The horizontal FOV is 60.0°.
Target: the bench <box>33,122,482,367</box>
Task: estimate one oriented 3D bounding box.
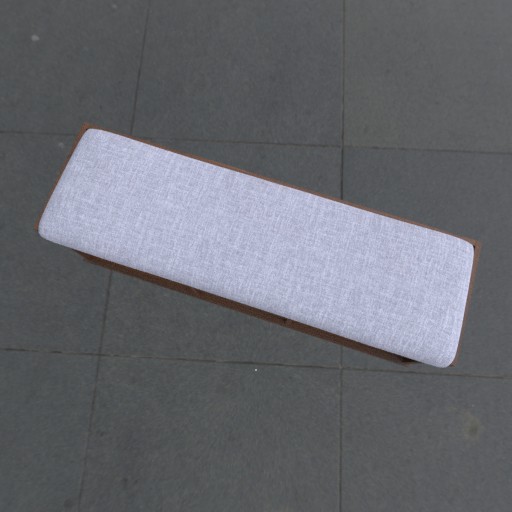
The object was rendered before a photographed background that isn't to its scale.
[{"bbox_3d":[0.000,0.000,1.420,1.196,0.468,0.367,18,76,4],"label":"bench"}]
